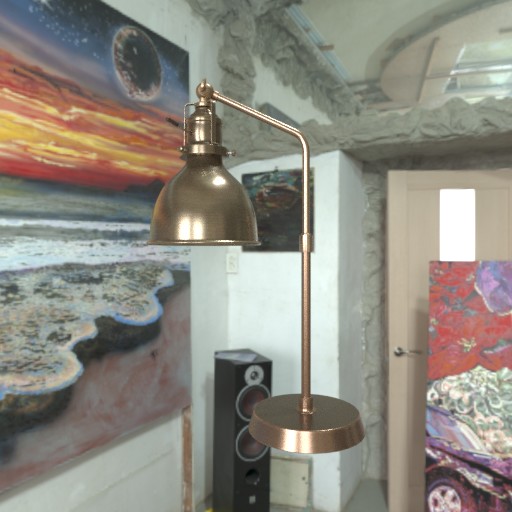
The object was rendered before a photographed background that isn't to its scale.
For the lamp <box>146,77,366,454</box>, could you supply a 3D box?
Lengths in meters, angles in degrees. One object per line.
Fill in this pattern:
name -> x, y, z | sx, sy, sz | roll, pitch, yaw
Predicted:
lamp -> 0.000, 0.000, 0.586 | 0.286, 0.456, 0.153 | 0, 0, 0
